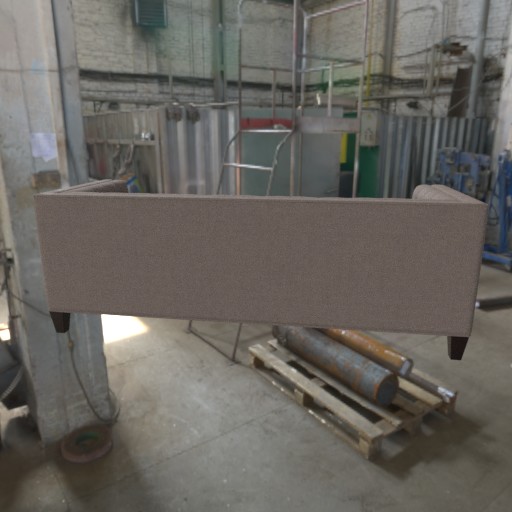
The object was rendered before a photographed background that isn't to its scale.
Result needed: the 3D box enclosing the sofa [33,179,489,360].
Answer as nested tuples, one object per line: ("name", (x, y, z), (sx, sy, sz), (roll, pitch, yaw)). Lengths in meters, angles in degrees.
("sofa", (0.000, 0.000, 2.526), (2.159, 0.762, 0.775), (2, 16, 8))
